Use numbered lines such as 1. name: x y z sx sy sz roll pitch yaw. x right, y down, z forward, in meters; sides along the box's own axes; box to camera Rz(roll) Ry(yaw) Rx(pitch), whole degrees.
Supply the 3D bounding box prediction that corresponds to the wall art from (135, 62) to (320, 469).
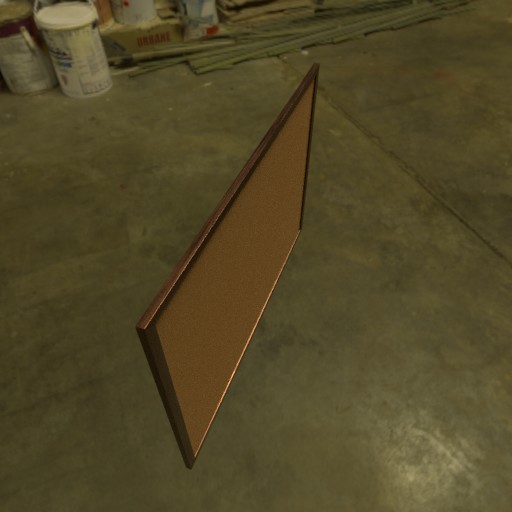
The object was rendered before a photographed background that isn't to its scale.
1. wall art: 0.000 0.000 1.027 0.014 0.559 0.816 16 50 14
